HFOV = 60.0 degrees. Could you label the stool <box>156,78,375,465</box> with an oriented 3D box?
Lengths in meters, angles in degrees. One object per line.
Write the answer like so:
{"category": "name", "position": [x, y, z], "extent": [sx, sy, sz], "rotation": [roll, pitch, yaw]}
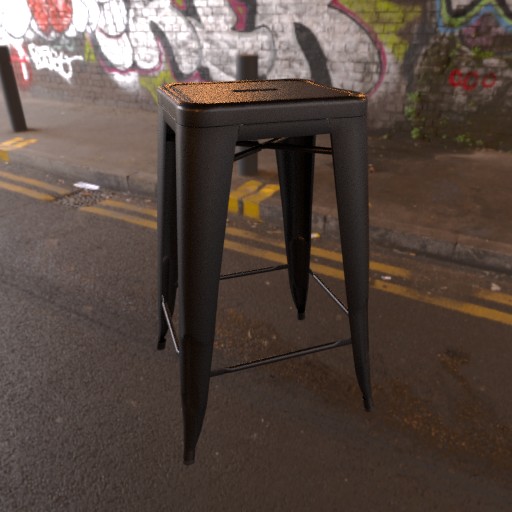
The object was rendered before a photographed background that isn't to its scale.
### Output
{"category": "stool", "position": [0.000, 0.000, 0.855], "extent": [0.399, 0.609, 0.359], "rotation": [-9, 29, -17]}
